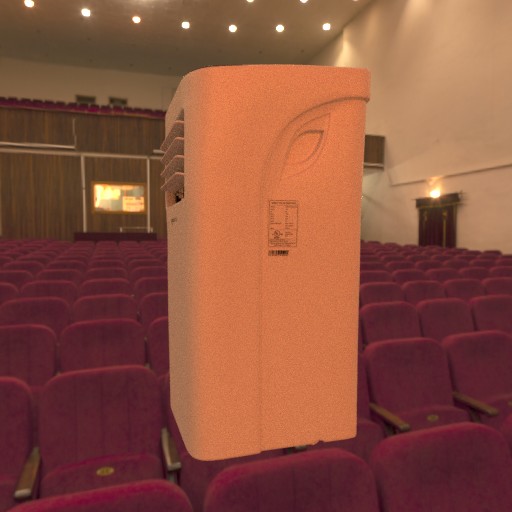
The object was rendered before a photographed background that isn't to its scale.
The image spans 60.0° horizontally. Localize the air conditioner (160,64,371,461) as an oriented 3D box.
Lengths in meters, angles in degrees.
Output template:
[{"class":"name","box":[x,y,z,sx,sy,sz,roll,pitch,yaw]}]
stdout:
[{"class":"air conditioner","box":[0.000,0.000,0.934,0.369,0.716,0.352,-1,2,-18]}]
